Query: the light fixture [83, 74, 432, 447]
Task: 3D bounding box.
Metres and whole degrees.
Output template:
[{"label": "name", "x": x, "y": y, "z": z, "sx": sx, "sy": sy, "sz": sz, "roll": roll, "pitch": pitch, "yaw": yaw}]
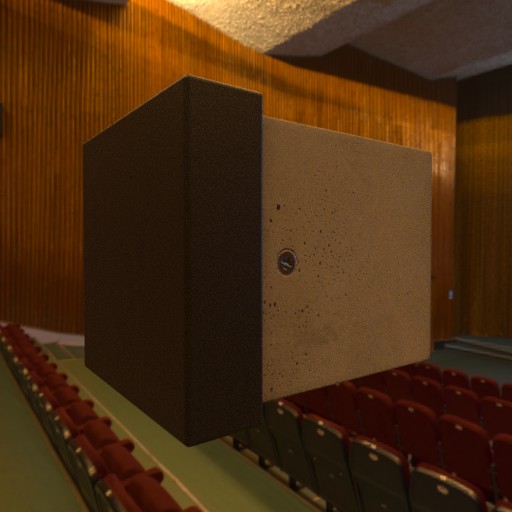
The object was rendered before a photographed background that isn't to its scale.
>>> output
[{"label": "light fixture", "x": 0.000, "y": 0.000, "z": 0.232, "sx": 0.143, "sy": 0.121, "sz": 0.121, "roll": -1, "pitch": 2, "yaw": -36}]
